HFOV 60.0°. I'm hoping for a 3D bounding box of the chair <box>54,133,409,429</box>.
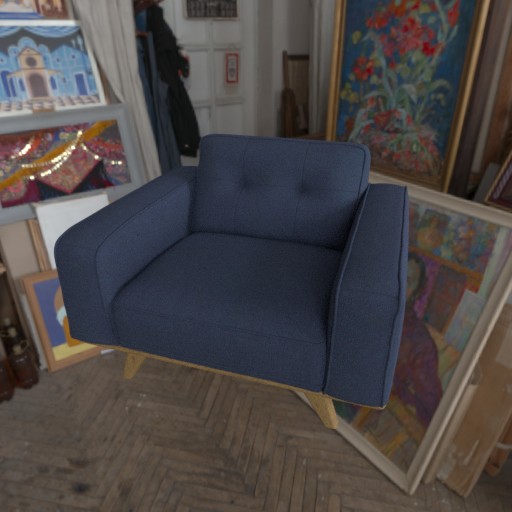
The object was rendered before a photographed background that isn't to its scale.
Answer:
[{"bbox_3d":[0.000,0.000,1.744,1.118,0.783,0.953,8,28,16],"label":"chair"}]
